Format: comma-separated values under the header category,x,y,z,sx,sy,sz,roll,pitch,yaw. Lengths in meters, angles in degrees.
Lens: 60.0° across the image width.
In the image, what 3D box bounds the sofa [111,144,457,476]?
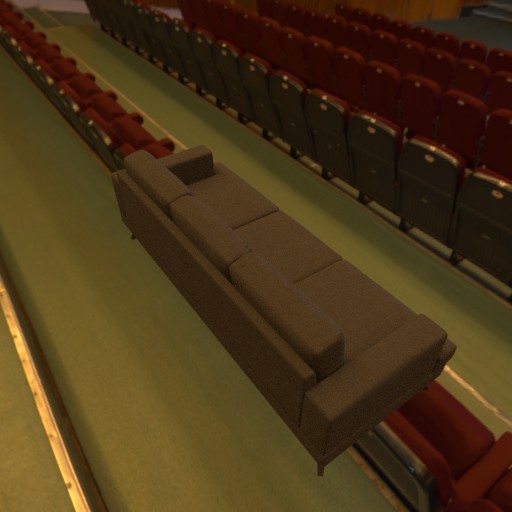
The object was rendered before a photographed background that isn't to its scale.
category,x,y,z,sx,sy,sz,roll,pitch,yaw
sofa,0.000,0.000,2.756,0.920,0.810,2.310,-25,48,-26
